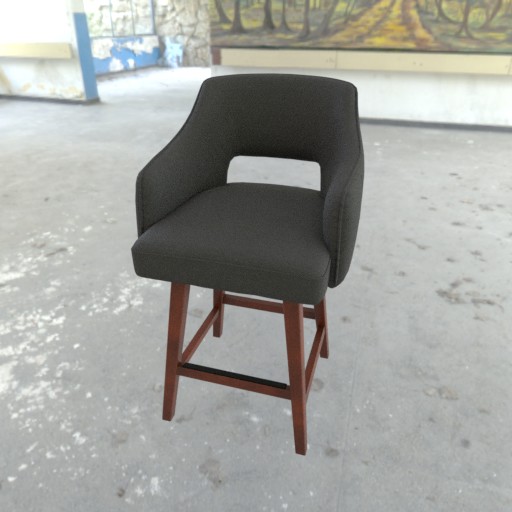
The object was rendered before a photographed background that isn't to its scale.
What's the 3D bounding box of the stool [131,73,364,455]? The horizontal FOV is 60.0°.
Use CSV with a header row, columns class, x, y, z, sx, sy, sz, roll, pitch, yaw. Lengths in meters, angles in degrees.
class,x,y,z,sx,sy,sz,roll,pitch,yaw
stool,0.000,0.000,1.257,0.548,0.912,0.558,8,29,15
